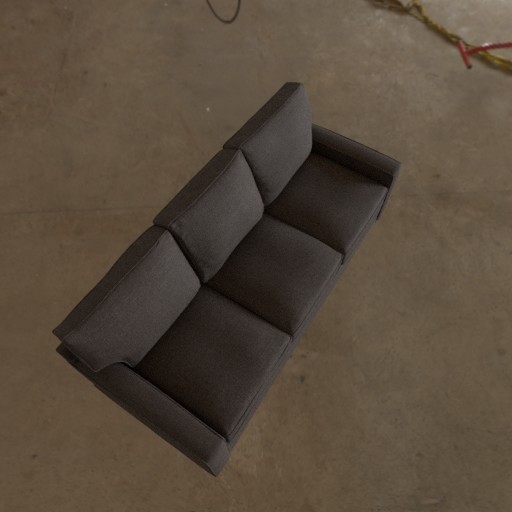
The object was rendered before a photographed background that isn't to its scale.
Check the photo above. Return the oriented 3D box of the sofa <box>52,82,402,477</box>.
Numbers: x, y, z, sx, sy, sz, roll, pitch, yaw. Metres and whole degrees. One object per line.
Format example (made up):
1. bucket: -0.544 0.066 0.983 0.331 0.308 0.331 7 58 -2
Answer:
1. sofa: 0.000 0.000 2.883 1.004 0.978 2.369 29 63 17
